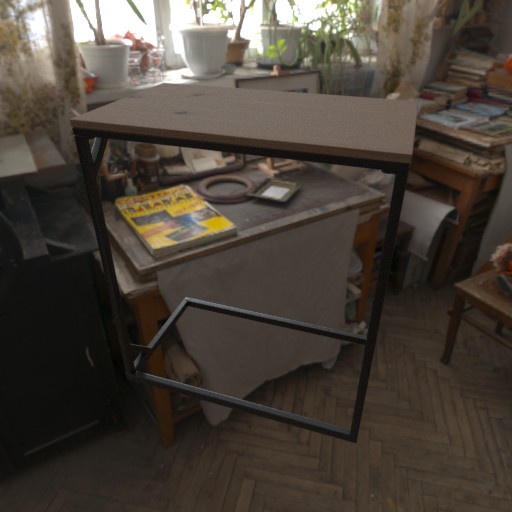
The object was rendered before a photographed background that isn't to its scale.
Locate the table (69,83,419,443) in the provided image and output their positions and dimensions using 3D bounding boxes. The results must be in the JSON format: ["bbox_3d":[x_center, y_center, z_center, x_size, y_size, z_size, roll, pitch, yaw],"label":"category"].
[{"bbox_3d":[0.000,0.000,1.042,0.597,0.673,0.351,10,33,16],"label":"table"}]
